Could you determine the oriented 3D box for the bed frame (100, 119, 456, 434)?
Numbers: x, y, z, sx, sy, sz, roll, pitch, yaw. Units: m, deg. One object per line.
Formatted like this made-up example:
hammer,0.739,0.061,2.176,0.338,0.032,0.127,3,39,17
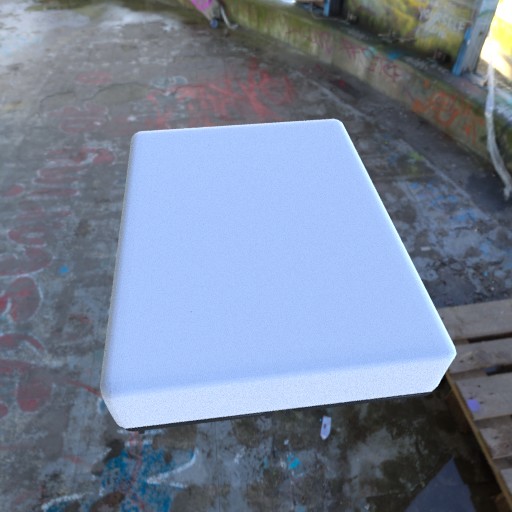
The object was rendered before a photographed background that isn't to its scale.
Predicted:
bed frame,0.000,0.000,2.751,1.528,0.677,2.037,-5,47,-5
